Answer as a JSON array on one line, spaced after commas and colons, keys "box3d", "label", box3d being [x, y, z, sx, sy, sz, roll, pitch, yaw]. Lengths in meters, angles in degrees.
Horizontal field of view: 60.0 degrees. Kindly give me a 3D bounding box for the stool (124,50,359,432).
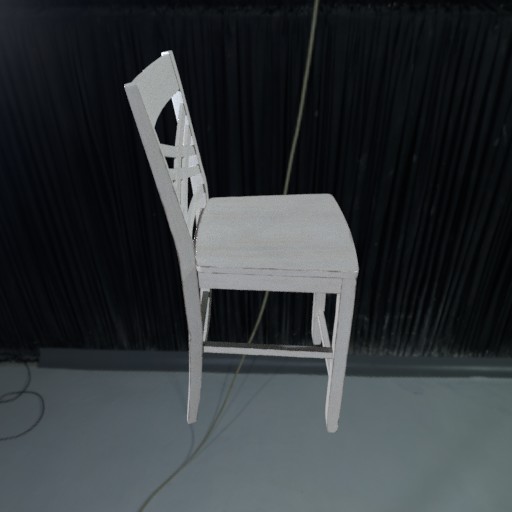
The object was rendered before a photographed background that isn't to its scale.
[{"box3d": [0.000, 0.000, 1.339, 0.539, 1.079, 0.462, 0, 32, 0], "label": "stool"}]
